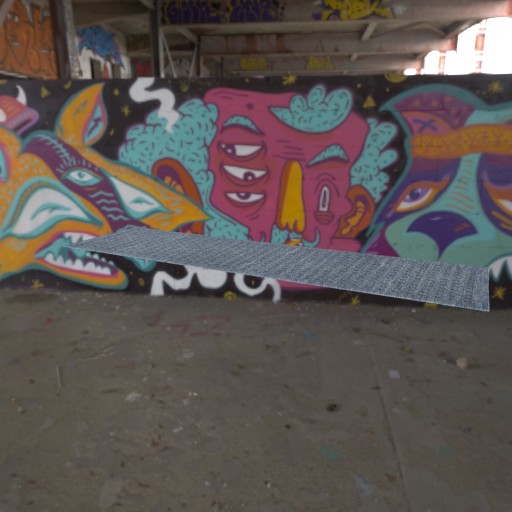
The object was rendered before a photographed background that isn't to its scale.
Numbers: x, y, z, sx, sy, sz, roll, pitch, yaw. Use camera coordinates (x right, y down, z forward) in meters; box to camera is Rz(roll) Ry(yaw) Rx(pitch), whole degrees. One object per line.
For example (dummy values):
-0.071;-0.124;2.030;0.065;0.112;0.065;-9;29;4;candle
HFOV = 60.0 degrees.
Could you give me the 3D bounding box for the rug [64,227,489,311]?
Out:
0.000;0.000;2.606;2.443;0.008;0.688;7;17;26;rug
